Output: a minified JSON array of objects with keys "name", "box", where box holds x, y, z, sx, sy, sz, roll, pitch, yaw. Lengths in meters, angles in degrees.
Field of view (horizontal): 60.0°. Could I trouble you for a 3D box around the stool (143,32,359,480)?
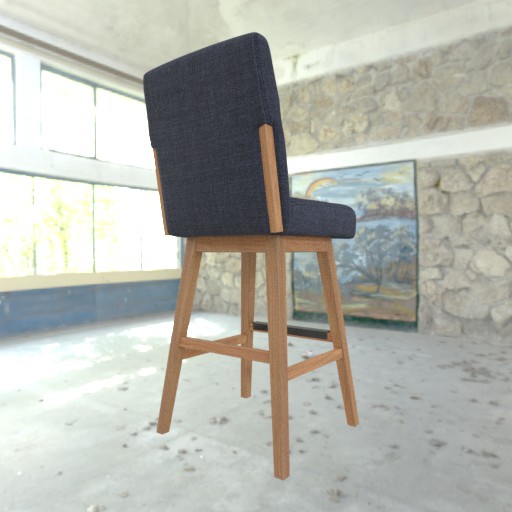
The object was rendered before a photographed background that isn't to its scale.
[{"name":"stool","box":[0.000,0.000,1.402,0.483,1.112,0.570,1,1,37]}]
